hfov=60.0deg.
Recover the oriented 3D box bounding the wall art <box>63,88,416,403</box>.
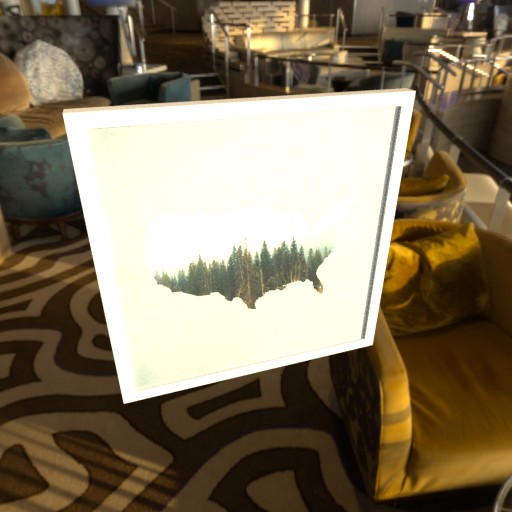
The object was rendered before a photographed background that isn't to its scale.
[{"bbox_3d":[0.000,0.000,1.124,0.762,0.762,0.038,-9,31,-16],"label":"wall art"}]
